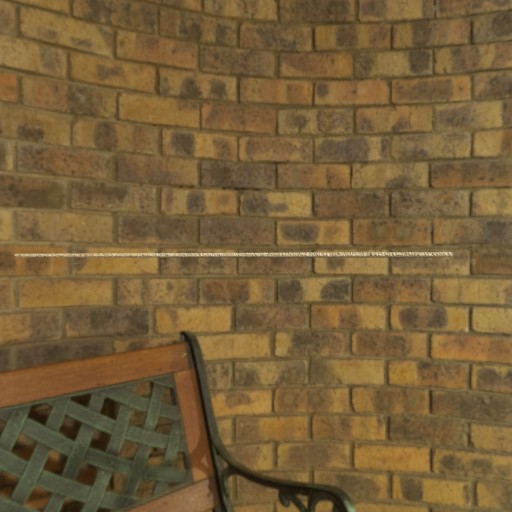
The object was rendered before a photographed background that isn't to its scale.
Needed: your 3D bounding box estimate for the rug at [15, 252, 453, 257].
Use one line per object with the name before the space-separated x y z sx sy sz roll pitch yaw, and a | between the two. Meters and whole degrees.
rug | 0.000 0.000 3.977 3.000 0.025 2.400 0 0 18
